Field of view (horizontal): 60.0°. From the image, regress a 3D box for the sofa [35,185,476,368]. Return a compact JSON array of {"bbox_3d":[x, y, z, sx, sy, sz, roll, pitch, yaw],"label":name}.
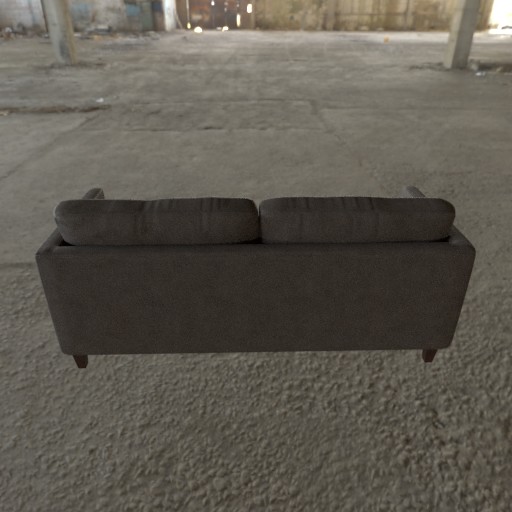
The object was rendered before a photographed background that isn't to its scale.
[{"bbox_3d":[0.000,0.000,2.703,2.208,0.965,0.951,-1,29,-1],"label":"sofa"}]
